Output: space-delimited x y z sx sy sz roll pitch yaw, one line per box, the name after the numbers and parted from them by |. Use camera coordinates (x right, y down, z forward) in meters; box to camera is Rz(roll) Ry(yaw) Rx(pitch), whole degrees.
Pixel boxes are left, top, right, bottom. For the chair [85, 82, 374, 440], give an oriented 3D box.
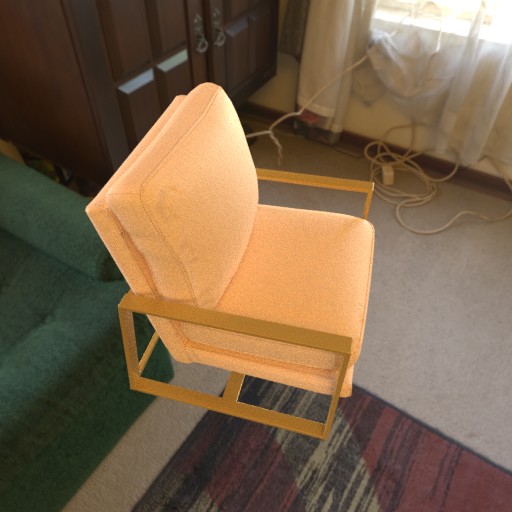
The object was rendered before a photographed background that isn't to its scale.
0.000 0.000 1.557 0.813 0.956 0.758 11 48 10 | chair
